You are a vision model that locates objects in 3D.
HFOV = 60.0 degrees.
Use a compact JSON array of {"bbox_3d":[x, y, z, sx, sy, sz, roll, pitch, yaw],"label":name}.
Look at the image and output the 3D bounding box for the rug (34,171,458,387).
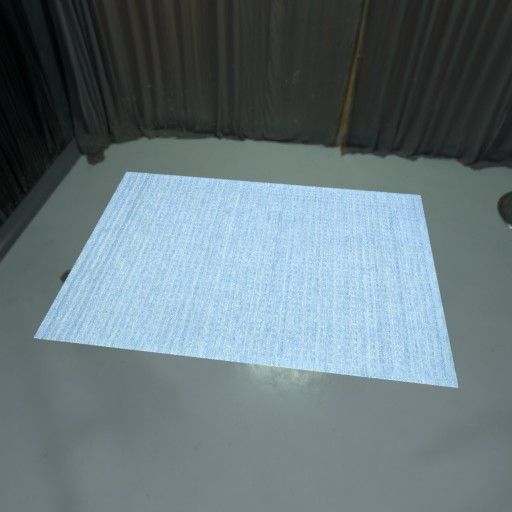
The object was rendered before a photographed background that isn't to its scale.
[{"bbox_3d":[0.000,0.000,3.668,2.895,0.006,1.982,5,47,5],"label":"rug"}]
